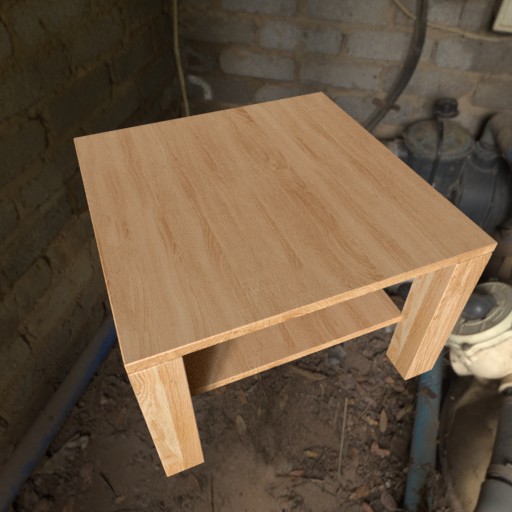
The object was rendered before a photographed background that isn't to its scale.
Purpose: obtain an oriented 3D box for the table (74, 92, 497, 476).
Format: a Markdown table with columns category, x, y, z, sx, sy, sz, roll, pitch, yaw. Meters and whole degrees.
| category | x | y | z | sx | sy | sz | roll | pitch | yaw |
| --- | --- | --- | --- | --- | --- | --- | --- | --- | --- |
| table | 0.000 | 0.000 | 1.128 | 0.700 | 0.450 | 0.700 | -16 | 47 | -16 |
